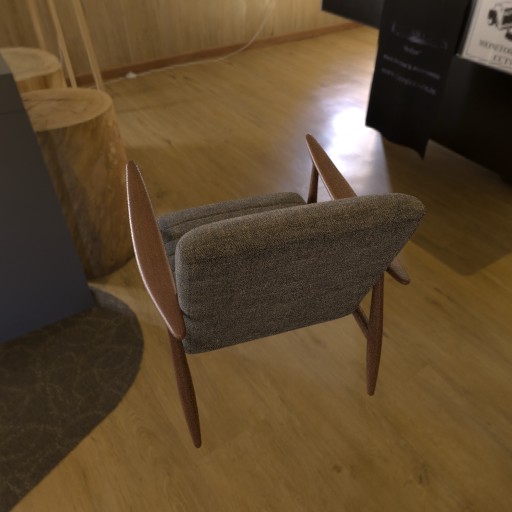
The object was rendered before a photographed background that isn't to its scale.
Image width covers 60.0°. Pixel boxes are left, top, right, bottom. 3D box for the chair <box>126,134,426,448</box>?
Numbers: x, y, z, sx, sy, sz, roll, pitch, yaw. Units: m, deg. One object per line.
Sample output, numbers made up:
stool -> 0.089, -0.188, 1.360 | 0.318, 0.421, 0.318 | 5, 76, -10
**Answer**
chair -> 0.000, 0.000, 1.447 | 0.741, 0.832, 0.798 | -12, 43, -13
